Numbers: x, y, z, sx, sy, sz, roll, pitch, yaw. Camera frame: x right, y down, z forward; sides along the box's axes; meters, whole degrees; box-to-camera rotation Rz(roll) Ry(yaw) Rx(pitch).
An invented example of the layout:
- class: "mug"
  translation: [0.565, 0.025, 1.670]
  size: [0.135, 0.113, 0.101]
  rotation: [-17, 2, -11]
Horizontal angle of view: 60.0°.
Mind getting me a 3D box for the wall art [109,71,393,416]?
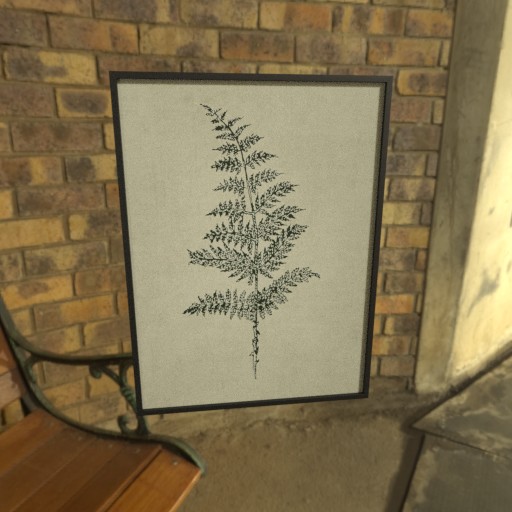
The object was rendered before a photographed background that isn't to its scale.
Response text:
- class: "wall art"
  translation: [0.000, 0.000, 1.401]
  size: [0.802, 1.070, 0.036]
  rotation: [-2, 16, -7]
